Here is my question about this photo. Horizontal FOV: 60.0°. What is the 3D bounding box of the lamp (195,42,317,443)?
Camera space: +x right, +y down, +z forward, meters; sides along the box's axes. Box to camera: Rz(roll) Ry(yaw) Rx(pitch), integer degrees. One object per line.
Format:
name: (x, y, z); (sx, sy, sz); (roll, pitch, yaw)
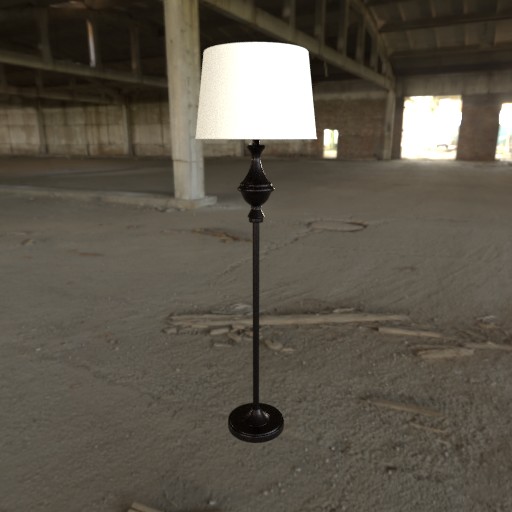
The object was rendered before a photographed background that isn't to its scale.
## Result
lamp: (0.000, 0.000, 1.692); (0.431, 1.484, 0.431); (0, 15, 0)
